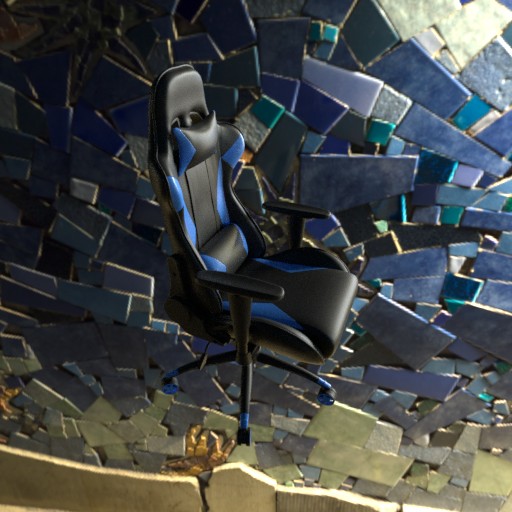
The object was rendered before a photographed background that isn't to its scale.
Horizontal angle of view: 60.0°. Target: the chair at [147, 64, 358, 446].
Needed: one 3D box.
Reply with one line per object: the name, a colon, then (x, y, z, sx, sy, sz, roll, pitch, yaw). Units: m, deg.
chair: (0.000, 0.000, 1.644, 0.730, 1.282, 0.695, 11, 32, 19)
